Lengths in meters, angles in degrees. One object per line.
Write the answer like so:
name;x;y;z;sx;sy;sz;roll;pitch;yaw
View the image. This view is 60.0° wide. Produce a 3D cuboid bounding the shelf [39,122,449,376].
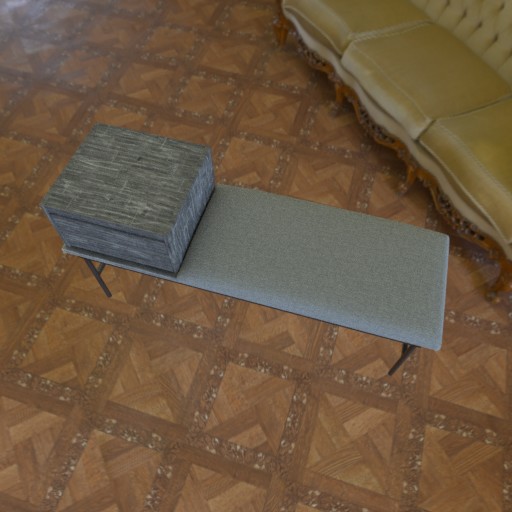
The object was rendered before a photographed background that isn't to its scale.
shelf;0.000;0.000;1.678;1.342;0.633;0.457;14;59;9
